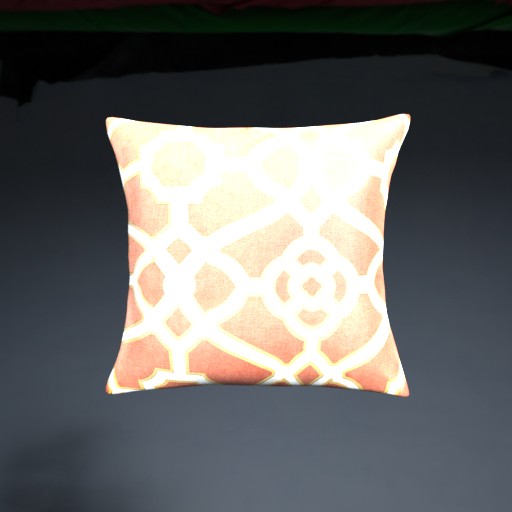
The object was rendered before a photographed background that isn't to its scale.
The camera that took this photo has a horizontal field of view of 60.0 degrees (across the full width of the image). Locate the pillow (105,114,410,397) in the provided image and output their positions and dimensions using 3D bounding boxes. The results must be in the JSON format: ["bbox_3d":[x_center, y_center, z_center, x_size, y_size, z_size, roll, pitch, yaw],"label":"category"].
[{"bbox_3d":[0.000,0.000,0.805,0.552,0.508,0.166,0,1,2],"label":"pillow"}]
